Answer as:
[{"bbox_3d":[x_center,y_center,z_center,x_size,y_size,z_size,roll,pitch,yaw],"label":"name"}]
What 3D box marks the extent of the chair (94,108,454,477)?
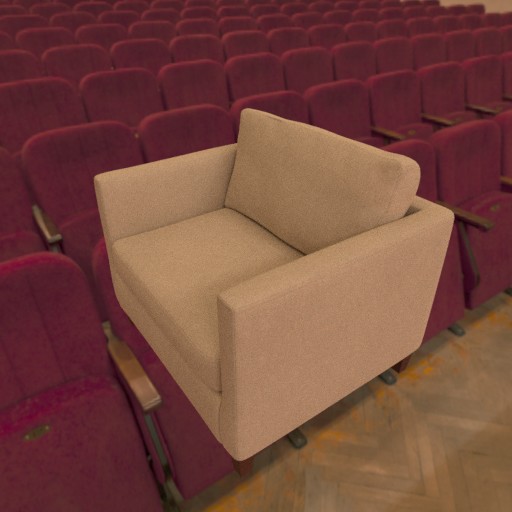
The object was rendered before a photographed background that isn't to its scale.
[{"bbox_3d":[0.000,0.000,1.808,0.959,0.961,1.107,-21,38,-29],"label":"chair"}]
